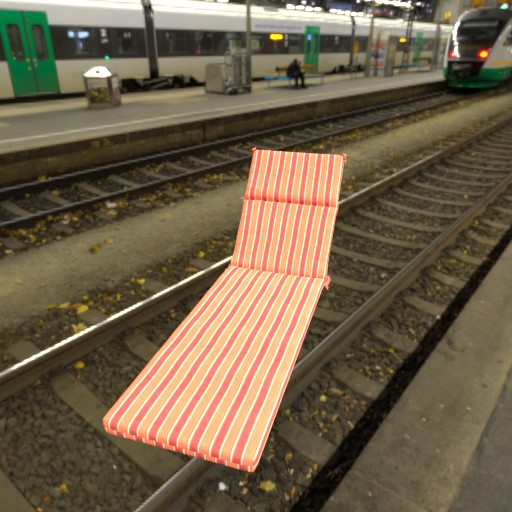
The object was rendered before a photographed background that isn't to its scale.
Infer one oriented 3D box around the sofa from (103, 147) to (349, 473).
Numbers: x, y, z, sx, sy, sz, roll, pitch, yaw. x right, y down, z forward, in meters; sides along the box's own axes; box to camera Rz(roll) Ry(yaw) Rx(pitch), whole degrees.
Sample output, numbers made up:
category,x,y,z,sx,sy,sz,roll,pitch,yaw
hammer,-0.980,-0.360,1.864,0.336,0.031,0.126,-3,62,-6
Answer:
category,x,y,z,sx,sy,sz,roll,pitch,yaw
sofa,0.000,0.000,1.952,0.582,0.622,1.663,8,26,16
